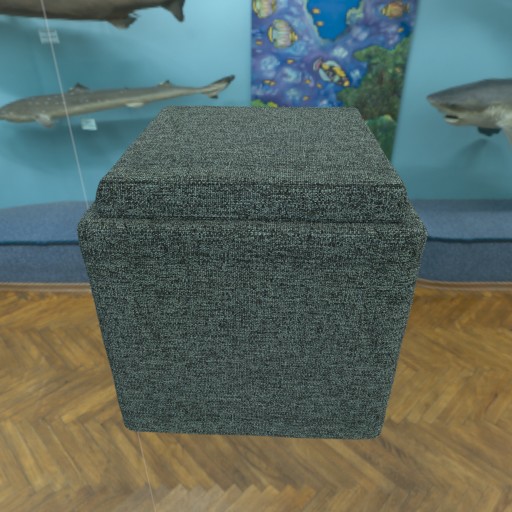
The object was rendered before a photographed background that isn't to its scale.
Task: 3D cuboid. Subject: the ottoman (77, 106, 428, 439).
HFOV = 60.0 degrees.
[{"bbox_3d":[0.000,0.000,0.819,0.450,0.463,0.450,1,32,2],"label":"ottoman"}]
